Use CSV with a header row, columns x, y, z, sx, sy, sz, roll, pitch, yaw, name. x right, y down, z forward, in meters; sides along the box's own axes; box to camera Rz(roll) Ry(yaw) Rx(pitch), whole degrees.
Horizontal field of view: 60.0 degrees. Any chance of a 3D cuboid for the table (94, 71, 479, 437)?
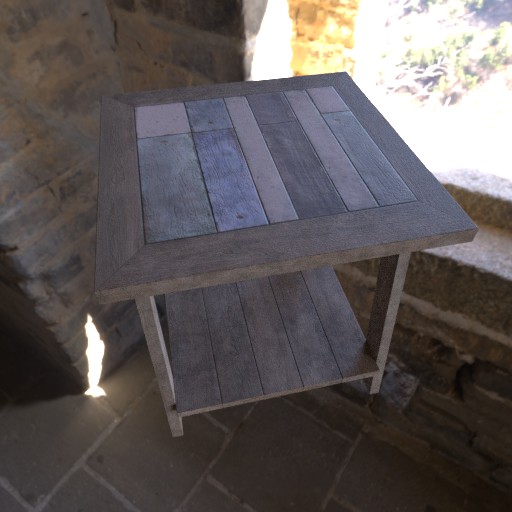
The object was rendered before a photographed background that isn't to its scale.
x,y,z,sx,sy,sz,roll,pitch,yaw,name
0.000,0.000,1.102,0.610,0.610,0.610,-9,47,-9,table
